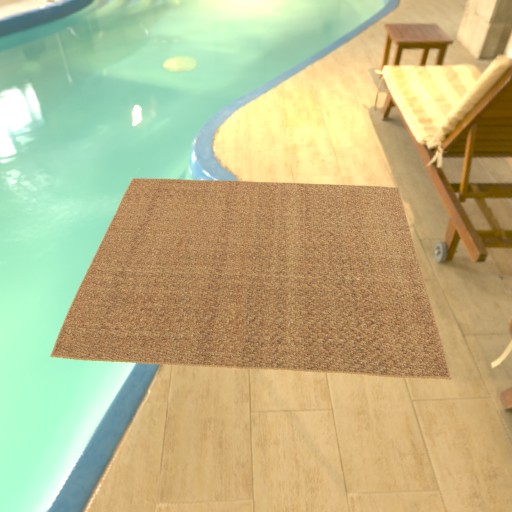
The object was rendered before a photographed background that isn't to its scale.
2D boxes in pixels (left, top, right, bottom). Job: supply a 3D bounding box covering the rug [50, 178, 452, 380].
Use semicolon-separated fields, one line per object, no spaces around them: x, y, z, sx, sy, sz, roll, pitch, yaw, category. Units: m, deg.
0.000;0.000;4.173;3.048;0.013;2.439;3;44;3;rug
